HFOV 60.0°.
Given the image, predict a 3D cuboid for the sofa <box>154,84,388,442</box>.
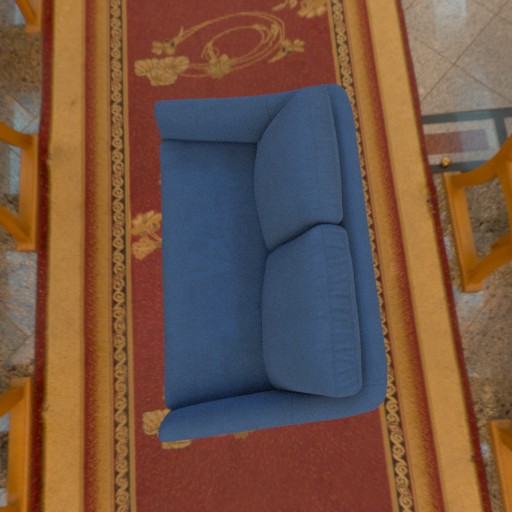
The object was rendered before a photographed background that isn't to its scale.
[{"bbox_3d":[0.000,0.000,2.185,0.960,0.902,1.619,-4,76,-1],"label":"sofa"}]
